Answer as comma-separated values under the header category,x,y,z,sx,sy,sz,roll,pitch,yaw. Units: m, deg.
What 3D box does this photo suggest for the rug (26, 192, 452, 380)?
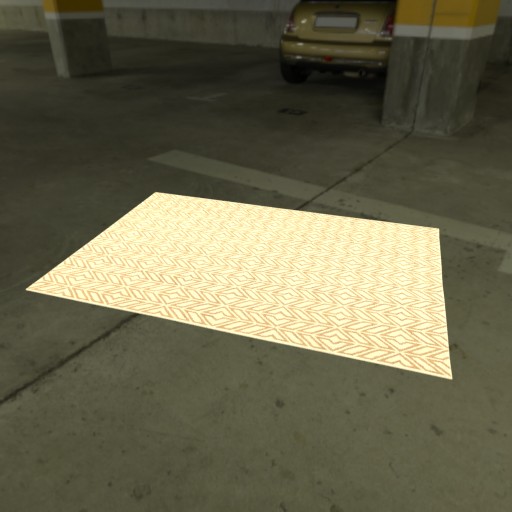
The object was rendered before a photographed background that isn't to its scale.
category,x,y,z,sx,sy,sz,roll,pitch,yaw
rug,0.000,0.000,2.293,1.828,0.007,1.220,9,32,15
